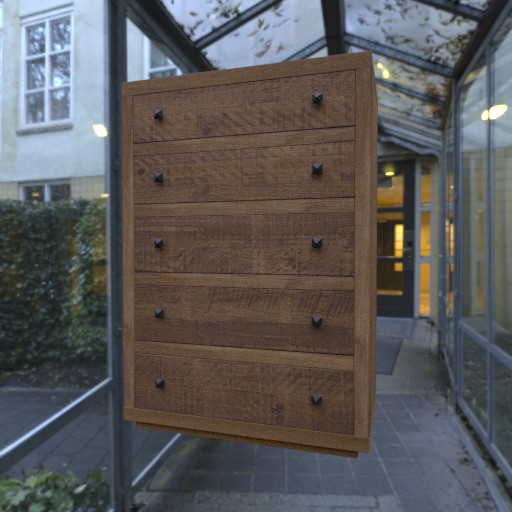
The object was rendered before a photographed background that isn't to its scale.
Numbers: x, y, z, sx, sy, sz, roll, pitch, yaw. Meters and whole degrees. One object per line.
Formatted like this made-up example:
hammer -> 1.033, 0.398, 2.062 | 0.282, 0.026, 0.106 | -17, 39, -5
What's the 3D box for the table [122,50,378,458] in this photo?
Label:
table -> 0.000, 0.000, 1.749 | 0.901, 1.294, 0.524 | 0, 1, 18
